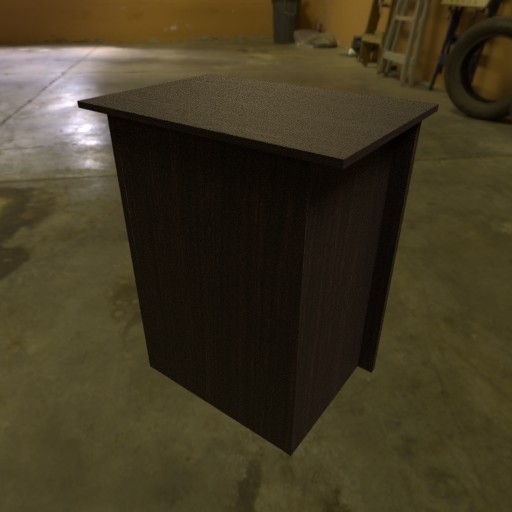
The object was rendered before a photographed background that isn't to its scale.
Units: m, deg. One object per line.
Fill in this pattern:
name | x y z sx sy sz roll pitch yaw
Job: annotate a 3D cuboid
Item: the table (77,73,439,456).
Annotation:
table | 0.000 0.000 1.061 0.591 0.711 0.406 21 37 31
